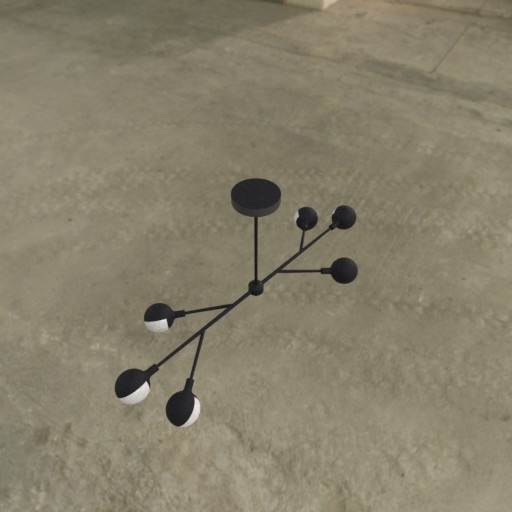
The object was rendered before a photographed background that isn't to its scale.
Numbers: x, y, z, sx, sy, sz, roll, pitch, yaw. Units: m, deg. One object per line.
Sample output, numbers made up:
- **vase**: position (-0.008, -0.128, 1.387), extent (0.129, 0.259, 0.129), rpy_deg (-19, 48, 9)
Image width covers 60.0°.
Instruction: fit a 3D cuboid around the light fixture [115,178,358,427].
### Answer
- **light fixture**: position (0.000, 0.000, 1.018), extent (0.778, 0.362, 0.434), rpy_deg (-23, 50, -21)
